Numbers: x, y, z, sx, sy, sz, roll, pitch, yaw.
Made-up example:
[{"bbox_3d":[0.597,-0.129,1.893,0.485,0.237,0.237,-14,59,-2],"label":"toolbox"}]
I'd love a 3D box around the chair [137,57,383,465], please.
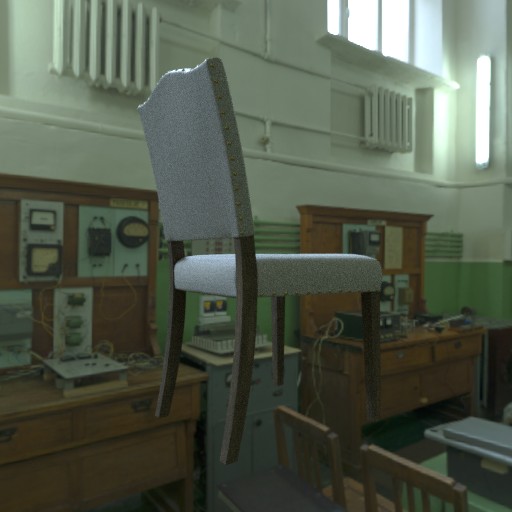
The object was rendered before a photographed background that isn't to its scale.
[{"bbox_3d":[0.000,0.000,1.394,0.620,1.020,0.508,0,0,-37],"label":"chair"}]
